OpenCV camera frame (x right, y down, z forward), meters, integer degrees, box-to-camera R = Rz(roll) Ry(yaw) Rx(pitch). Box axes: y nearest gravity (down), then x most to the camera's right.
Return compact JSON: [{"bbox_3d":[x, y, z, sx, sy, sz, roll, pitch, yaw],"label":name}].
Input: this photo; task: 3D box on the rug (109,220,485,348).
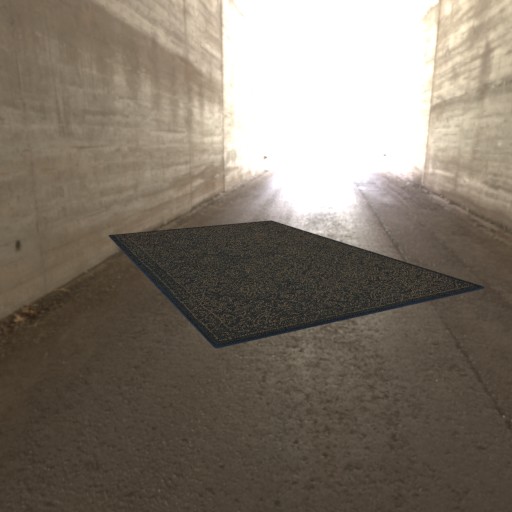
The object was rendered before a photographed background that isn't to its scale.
[{"bbox_3d":[0.000,0.000,2.370,1.219,0.010,1.829,-7,16,-26],"label":"rug"}]
